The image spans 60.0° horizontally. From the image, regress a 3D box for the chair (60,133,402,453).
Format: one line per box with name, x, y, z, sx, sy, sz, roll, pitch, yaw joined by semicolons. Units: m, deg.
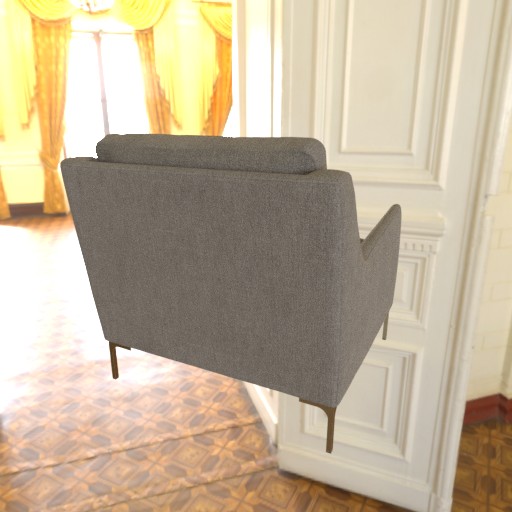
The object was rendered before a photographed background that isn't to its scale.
chair;0.000;0.000;1.525;0.847;0.828;0.849;9;20;26
